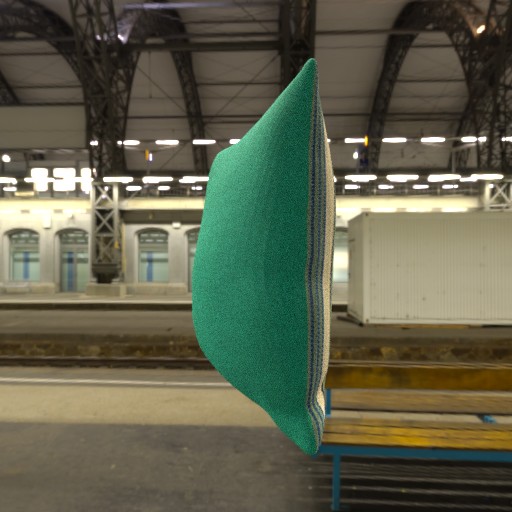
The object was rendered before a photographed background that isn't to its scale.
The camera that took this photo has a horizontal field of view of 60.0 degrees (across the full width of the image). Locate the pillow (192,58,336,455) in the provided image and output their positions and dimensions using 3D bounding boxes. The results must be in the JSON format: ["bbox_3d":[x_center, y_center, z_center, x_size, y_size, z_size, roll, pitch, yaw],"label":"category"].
[{"bbox_3d":[0.000,0.000,0.690,0.182,0.441,0.440,0,-1,-19],"label":"pillow"}]
